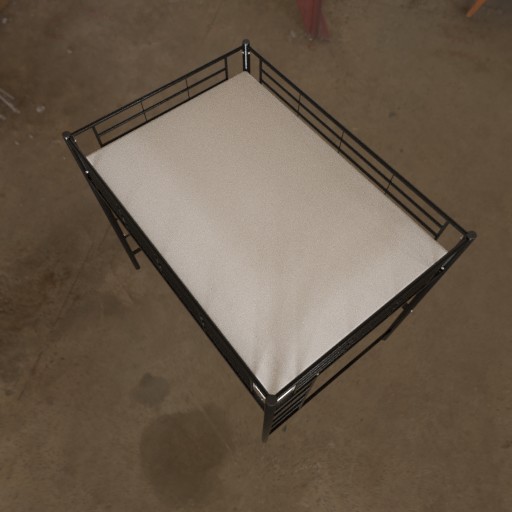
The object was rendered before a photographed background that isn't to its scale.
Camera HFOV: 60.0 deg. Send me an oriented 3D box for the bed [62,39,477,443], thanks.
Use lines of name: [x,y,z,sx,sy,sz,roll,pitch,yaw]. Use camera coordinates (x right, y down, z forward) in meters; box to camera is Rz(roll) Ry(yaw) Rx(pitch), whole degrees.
bed: [0.000,0.000,3.268,1.397,1.803,1.994,-35,68,-17]
